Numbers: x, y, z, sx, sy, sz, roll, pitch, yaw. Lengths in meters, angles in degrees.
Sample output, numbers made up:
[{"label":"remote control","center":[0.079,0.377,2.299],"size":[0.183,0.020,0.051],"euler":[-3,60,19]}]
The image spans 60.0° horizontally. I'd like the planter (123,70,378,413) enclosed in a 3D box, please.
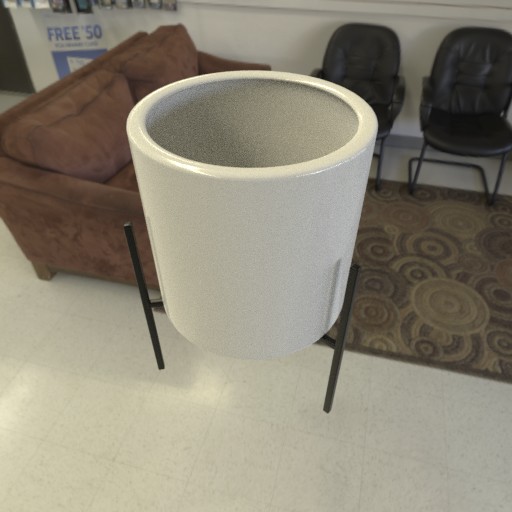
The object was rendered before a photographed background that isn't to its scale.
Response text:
[{"label":"planter","center":[0.000,0.000,0.515],"size":[0.239,0.356,0.239],"euler":[12,43,13]}]
